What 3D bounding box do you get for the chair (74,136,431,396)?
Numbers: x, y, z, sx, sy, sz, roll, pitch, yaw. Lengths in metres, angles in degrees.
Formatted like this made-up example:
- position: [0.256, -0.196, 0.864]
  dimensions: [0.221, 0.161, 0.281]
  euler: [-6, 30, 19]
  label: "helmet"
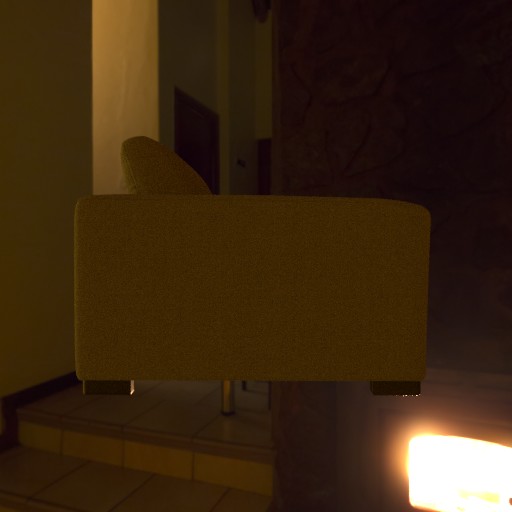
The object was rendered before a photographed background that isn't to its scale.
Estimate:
- position: [0.000, 0.000, 1.868]
  dimensions: [1.100, 0.847, 1.070]
  euler: [0, 1, 0]
  label: "chair"
